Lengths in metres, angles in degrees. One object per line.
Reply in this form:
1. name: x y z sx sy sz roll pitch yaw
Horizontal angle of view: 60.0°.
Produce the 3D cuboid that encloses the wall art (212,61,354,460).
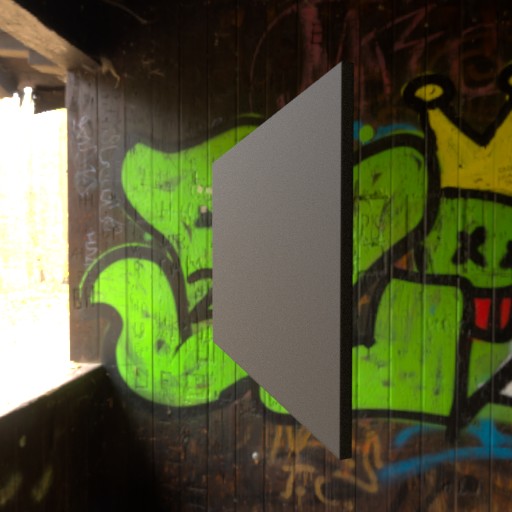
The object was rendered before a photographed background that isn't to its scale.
1. wall art: 0.000 0.000 1.187 0.026 0.656 0.958 0 2 -18
